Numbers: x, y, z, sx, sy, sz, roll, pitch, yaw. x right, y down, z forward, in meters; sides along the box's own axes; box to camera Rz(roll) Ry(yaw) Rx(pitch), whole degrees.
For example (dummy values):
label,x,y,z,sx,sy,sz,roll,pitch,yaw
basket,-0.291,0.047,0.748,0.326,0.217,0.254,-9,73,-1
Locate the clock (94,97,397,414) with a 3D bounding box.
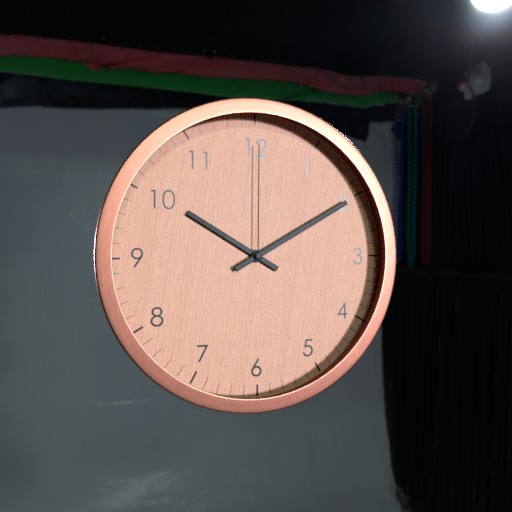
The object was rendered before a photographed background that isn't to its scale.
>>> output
label,x,y,z,sx,sy,sz,roll,pitch,yaw
clock,0.000,0.000,0.458,0.313,0.313,0.040,0,1,-18
